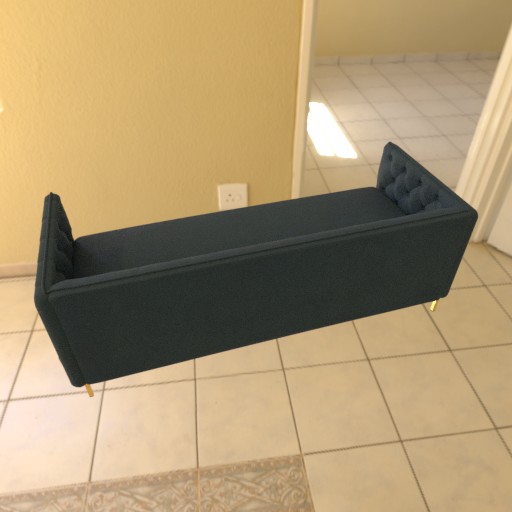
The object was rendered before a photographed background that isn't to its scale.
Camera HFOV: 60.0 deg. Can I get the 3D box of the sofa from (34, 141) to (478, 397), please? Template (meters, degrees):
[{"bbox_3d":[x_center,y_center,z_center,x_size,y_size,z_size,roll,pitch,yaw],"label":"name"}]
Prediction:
[{"bbox_3d":[0.000,0.000,2.596,2.209,0.771,0.895,-11,41,-13],"label":"sofa"}]
